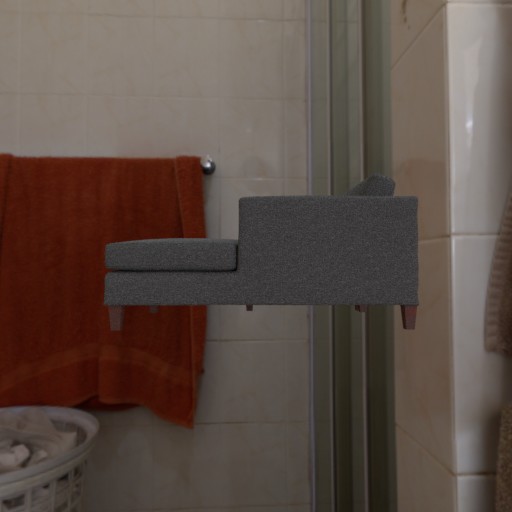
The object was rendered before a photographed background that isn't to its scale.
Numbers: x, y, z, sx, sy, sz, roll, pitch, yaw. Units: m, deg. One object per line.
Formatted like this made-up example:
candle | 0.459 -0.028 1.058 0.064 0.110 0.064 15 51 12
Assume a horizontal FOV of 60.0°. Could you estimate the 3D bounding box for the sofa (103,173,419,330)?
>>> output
sofa | 0.000 0.000 3.827 1.625 0.846 3.186 0 -2 -1
